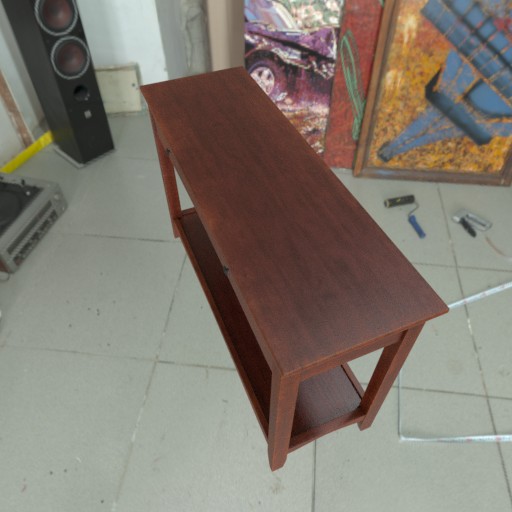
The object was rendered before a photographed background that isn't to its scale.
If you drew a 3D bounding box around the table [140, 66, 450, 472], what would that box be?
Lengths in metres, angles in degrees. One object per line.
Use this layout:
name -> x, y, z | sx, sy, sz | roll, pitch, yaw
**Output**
table -> 0.000, 0.000, 1.524 | 0.392, 0.739, 1.188 | -18, 51, -15
